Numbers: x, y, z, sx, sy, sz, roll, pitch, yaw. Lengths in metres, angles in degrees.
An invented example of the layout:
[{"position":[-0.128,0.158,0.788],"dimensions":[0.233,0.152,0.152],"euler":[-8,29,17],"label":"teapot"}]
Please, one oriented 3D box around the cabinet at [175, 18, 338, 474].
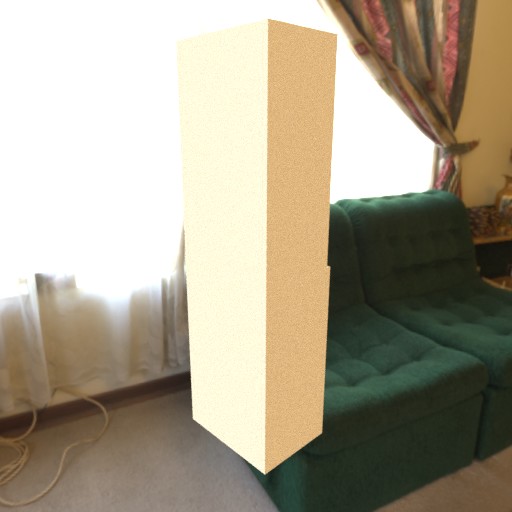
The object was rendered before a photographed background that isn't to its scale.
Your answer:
[{"position":[0.000,0.000,1.504],"dimensions":[0.300,1.350,0.400],"euler":[-15,22,-41],"label":"cabinet"}]
